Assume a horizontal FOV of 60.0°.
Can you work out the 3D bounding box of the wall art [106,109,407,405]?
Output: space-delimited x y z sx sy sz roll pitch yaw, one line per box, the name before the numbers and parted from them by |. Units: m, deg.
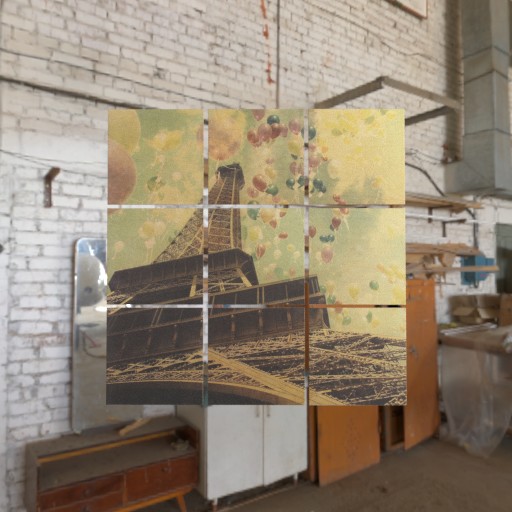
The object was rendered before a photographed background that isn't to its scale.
wall art | 0.000 0.000 2.255 1.517 1.505 0.002 0 -1 0
